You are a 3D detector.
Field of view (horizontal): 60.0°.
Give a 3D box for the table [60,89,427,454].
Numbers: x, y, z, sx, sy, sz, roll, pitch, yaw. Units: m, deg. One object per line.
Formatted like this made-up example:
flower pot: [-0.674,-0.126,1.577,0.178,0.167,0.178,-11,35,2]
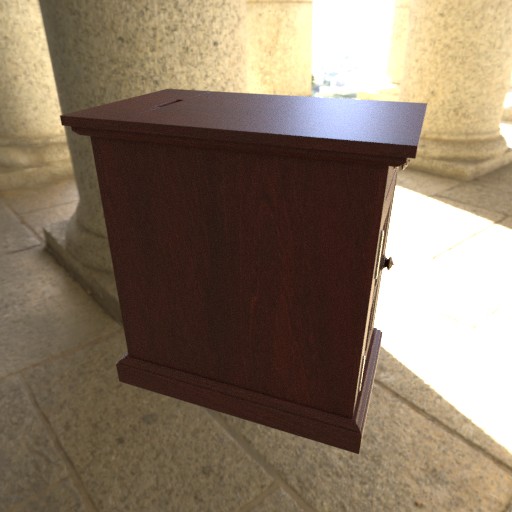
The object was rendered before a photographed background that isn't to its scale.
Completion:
table: [0.000,0.000,0.958,0.584,0.612,0.356,10,30,18]
